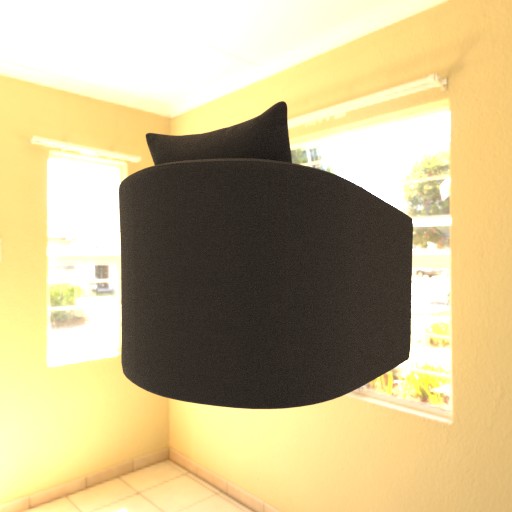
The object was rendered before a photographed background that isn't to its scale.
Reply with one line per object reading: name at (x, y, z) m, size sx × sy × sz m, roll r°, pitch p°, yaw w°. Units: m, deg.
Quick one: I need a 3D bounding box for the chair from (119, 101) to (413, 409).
chair at (0.000, 0.000, 1.579) m, size 0.845 × 0.848 × 0.910 m, roll 0°, pitch 0°, yaw 37°
